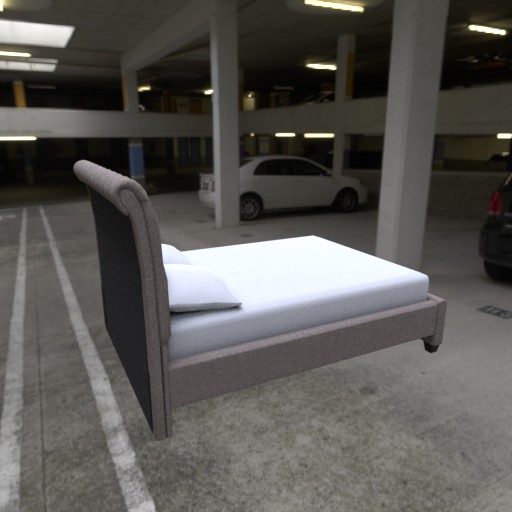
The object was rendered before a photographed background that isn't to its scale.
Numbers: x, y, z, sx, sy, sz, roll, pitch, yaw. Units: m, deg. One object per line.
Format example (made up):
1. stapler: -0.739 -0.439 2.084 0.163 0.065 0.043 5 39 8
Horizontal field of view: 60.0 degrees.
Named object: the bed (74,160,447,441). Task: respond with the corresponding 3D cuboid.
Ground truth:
1. bed: 0.000 0.000 3.298 2.252 1.371 1.645 -8 17 -26
